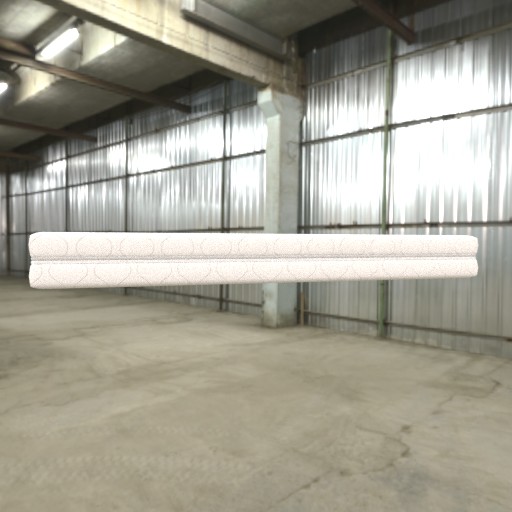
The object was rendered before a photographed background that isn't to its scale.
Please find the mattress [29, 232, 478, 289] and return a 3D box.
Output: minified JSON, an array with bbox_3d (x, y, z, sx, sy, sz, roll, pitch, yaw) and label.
[{"bbox_3d":[0.000,0.000,2.216,1.900,0.200,0.900,0,1,-17],"label":"mattress"}]
